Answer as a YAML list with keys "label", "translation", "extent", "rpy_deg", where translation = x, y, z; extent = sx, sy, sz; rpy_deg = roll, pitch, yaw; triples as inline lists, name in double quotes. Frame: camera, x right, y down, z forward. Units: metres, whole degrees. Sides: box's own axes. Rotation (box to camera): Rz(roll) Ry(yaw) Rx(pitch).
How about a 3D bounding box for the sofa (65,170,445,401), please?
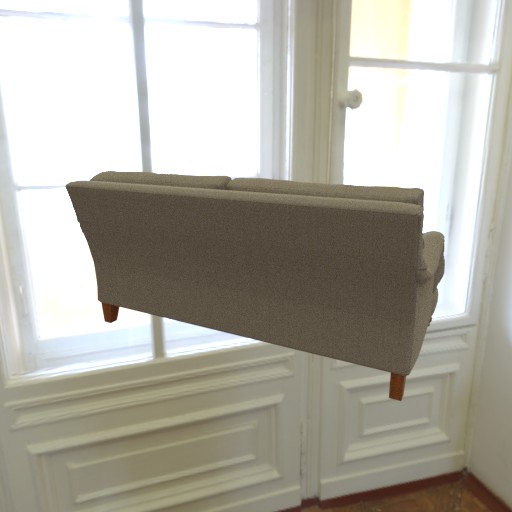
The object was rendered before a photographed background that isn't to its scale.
- label: "sofa"
  translation: [0.000, 0.000, 2.820]
  extent: [2.160, 1.054, 1.087]
  rpy_deg: [8, 18, 27]
